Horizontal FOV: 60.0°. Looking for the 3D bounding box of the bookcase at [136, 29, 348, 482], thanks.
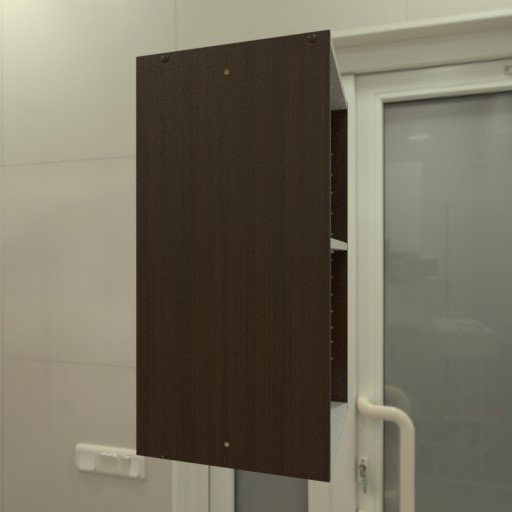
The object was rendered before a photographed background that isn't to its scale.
[{"bbox_3d":[0.000,0.000,0.770,0.290,0.600,0.300,0,0,16],"label":"bookcase"}]
